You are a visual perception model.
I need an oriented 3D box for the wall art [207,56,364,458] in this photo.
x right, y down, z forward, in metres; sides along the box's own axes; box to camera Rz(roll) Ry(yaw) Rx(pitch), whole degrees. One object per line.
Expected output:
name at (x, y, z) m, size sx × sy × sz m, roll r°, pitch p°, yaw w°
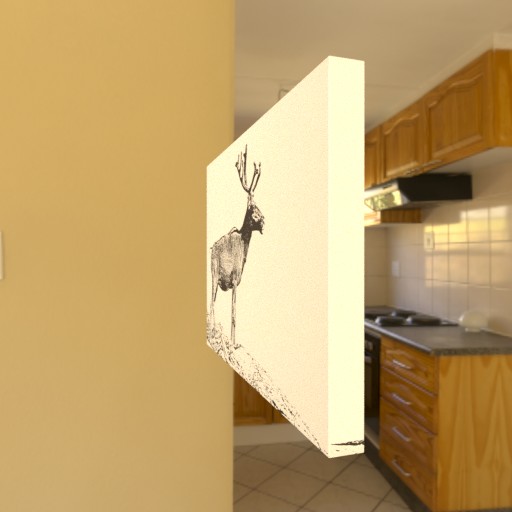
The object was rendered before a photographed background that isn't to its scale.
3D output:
wall art at (0.000, 0.000, 0.751) m, size 0.042 × 0.414 × 0.608 m, roll 0°, pitch 0°, yaw -18°
